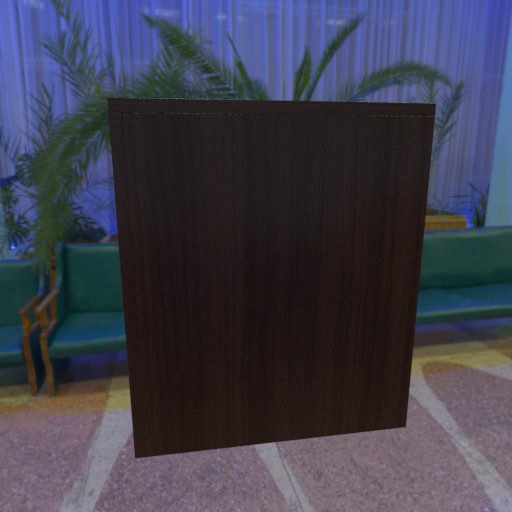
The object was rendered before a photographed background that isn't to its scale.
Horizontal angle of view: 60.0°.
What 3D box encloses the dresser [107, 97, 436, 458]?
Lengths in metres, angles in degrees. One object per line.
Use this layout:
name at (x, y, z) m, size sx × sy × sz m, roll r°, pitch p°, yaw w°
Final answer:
dresser at (0.000, 0.000, 0.756) m, size 0.400 × 0.470 × 0.360 m, roll -2°, pitch 14°, yaw -10°
